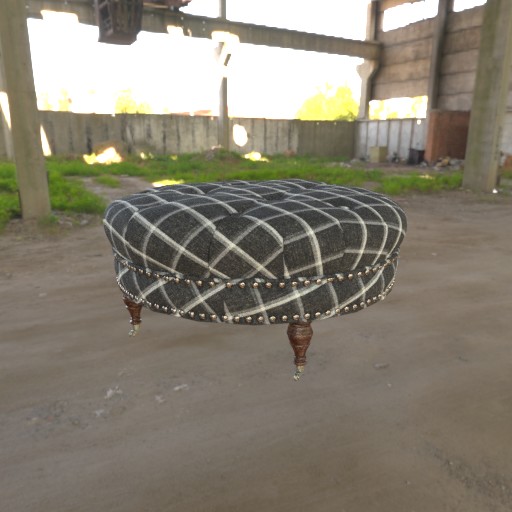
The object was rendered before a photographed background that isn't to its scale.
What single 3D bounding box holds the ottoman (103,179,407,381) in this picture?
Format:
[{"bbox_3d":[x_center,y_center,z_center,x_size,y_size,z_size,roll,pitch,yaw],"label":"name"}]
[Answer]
[{"bbox_3d":[0.000,0.000,1.401,0.901,0.439,0.901,0,15,0],"label":"ottoman"}]
